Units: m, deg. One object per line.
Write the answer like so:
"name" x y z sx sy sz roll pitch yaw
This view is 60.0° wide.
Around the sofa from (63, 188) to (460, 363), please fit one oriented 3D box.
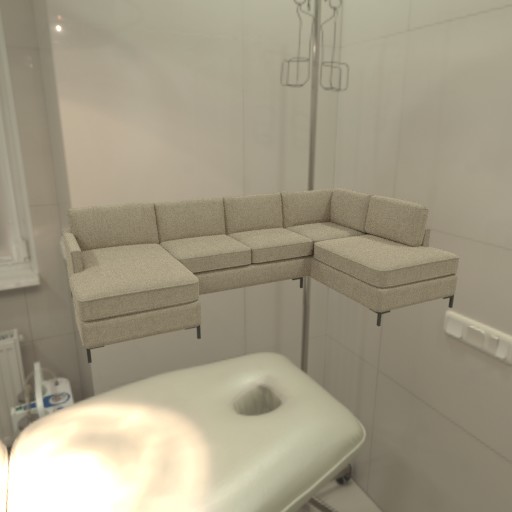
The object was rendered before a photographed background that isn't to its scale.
"sofa" 0.000 0.000 4.385 3.423 0.996 2.021 -8 18 -26
